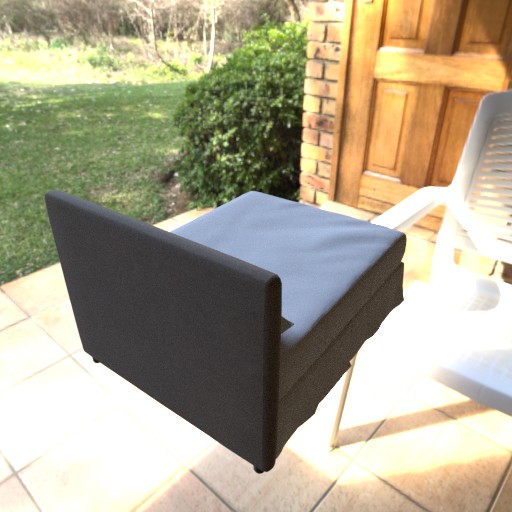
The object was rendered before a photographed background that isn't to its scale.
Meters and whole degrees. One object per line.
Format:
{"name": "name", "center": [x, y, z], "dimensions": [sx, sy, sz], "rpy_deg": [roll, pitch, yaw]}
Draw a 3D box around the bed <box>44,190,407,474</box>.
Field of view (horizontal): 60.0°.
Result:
{"name": "bed", "center": [0.000, 0.000, 3.264], "dimensions": [1.723, 1.330, 2.142], "rpy_deg": [20, 36, 31]}
